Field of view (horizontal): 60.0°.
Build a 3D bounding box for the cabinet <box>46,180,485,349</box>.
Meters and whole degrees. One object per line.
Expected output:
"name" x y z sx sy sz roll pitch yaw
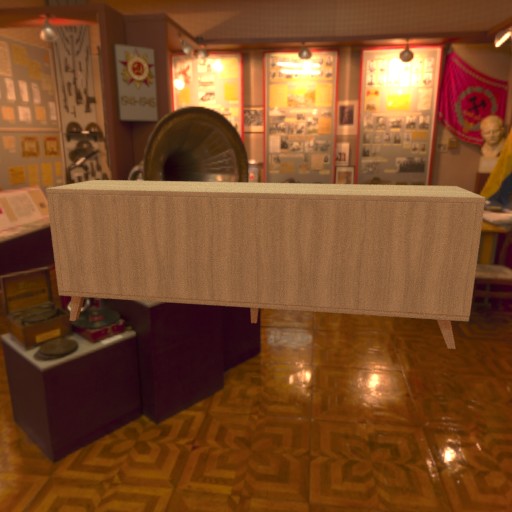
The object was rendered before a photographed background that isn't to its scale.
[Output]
"cabinet" 0.000 0.000 2.527 2.198 0.779 0.499 3 15 9
